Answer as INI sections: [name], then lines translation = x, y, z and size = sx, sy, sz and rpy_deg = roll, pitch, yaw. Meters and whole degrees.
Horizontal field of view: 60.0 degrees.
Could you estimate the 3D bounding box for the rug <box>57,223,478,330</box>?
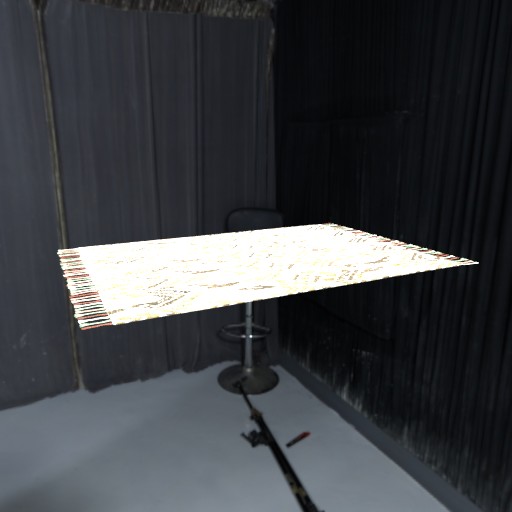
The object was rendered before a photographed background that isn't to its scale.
[rug]
translation = 0.000, 0.000, 2.287
size = 1.829, 0.008, 1.219
rpy_deg = -7, 16, -26
